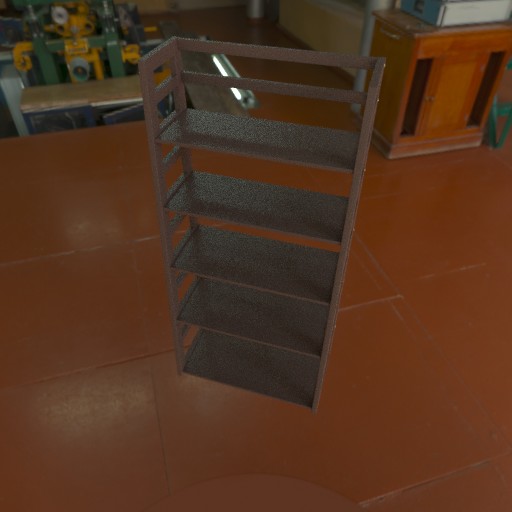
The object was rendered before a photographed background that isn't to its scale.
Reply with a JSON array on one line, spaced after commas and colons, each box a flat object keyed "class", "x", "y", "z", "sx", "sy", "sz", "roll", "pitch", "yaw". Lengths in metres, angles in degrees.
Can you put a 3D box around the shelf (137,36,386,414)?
[{"class": "shelf", "x": 0.000, "y": 0.000, "z": 1.920, "sx": 0.763, "sy": 1.600, "sz": 0.403, "roll": 12, "pitch": 44, "yaw": 13}]
